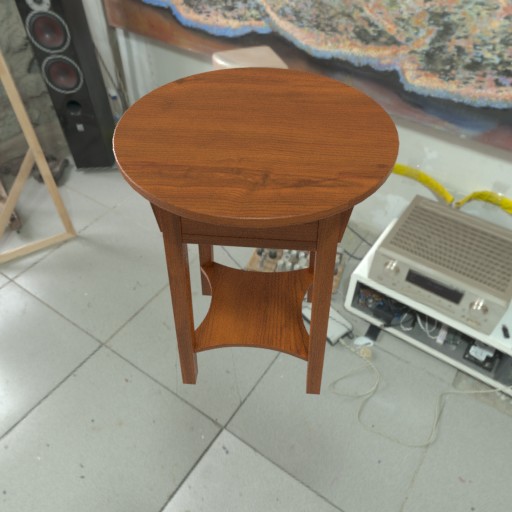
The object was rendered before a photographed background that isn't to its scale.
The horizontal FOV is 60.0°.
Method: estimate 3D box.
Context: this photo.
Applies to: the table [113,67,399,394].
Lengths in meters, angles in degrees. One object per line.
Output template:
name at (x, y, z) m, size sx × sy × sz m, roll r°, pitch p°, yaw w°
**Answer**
table at (0.000, 0.000, 0.942) m, size 0.457 × 0.610 × 0.457 m, roll 0°, pitch 46°, yaw 0°
